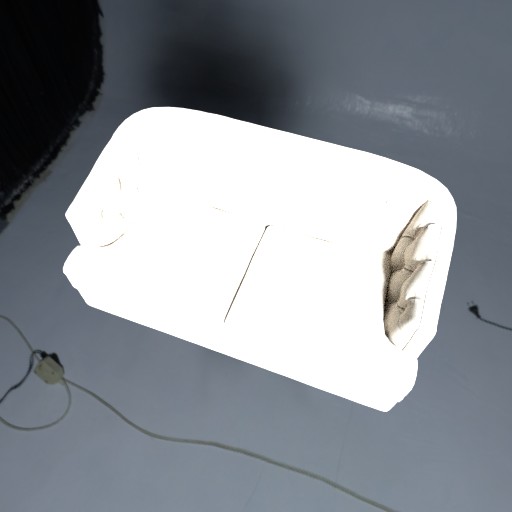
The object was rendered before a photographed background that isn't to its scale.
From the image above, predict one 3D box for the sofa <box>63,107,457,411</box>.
[{"bbox_3d":[0.000,0.000,2.273,1.731,0.878,0.940,17,59,11],"label":"sofa"}]
